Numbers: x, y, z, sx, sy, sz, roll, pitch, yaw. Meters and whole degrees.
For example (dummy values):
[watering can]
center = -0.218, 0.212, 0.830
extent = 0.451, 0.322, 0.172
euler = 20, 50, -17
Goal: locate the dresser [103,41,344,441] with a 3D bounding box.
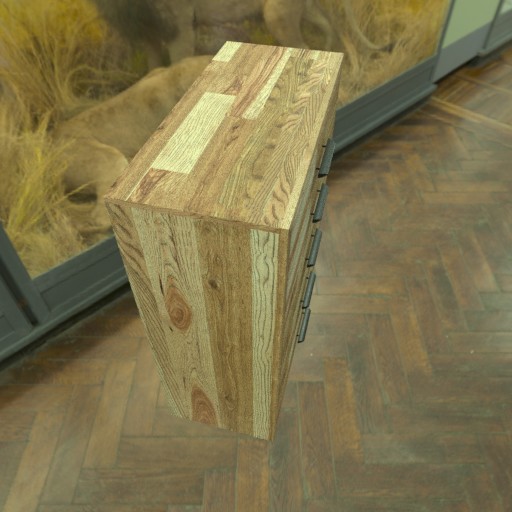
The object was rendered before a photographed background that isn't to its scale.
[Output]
[dresser]
center = 0.000, 0.000, 1.756
extent = 0.480, 1.243, 0.966
euler = 11, 47, 10
